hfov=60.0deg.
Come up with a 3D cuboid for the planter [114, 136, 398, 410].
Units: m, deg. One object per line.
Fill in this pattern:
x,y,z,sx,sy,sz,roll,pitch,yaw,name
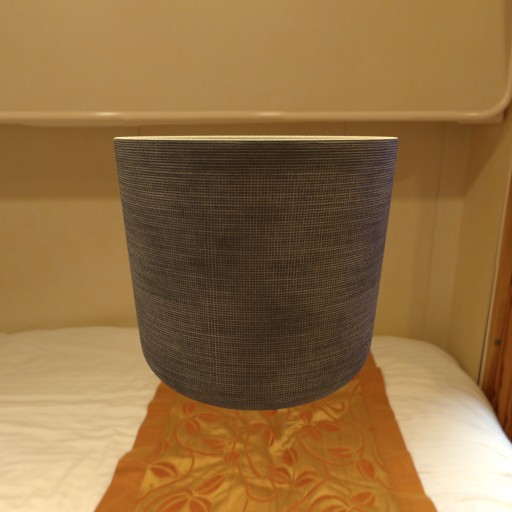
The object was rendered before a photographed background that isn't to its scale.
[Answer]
0.000,0.000,0.769,0.440,0.398,0.440,0,16,0,planter
